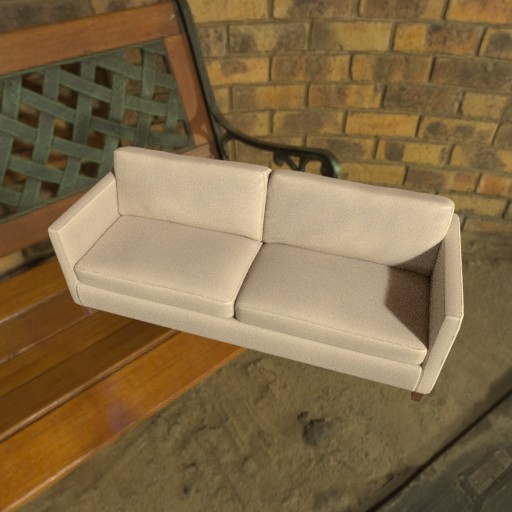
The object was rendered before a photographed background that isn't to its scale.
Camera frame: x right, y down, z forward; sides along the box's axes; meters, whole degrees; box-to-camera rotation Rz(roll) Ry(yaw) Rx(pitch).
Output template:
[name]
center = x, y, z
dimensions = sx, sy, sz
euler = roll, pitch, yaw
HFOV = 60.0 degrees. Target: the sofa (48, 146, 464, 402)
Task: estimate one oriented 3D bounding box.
[sofa]
center = 0.000, 0.000, 2.856
dimensions = 2.361, 0.968, 0.951
euler = 12, 42, 13
